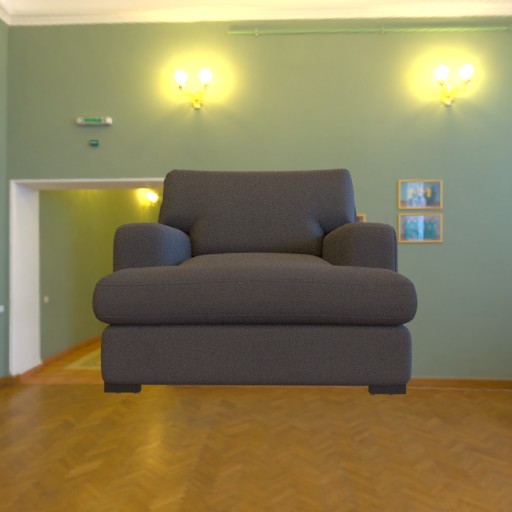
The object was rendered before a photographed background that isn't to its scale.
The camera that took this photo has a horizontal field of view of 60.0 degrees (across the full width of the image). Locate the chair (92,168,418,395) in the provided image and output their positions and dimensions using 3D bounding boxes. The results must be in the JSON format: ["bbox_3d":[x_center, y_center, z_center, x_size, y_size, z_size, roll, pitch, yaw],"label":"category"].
[{"bbox_3d":[0.000,0.000,2.025,1.168,0.940,1.143,0,0,1],"label":"chair"}]
